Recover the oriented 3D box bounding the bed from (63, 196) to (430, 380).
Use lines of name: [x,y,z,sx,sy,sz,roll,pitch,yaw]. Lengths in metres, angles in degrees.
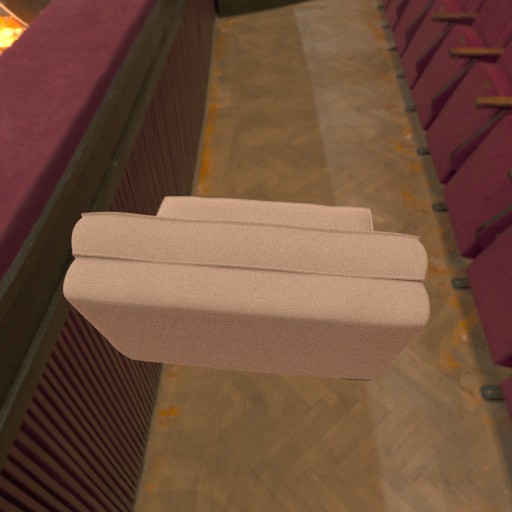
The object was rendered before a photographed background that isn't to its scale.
bed: [0.000,0.000,1.340,0.799,0.614,0.749,4,47,4]
